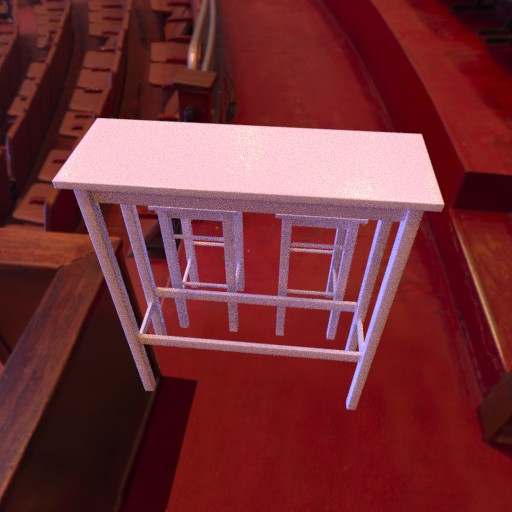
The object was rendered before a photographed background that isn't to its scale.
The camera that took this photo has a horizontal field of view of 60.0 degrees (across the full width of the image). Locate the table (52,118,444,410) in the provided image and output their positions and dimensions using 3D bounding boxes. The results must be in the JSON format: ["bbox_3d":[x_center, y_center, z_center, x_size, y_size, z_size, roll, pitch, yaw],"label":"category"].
[{"bbox_3d":[0.000,0.000,1.631,0.915,1.065,0.650,4,45,4],"label":"table"}]
